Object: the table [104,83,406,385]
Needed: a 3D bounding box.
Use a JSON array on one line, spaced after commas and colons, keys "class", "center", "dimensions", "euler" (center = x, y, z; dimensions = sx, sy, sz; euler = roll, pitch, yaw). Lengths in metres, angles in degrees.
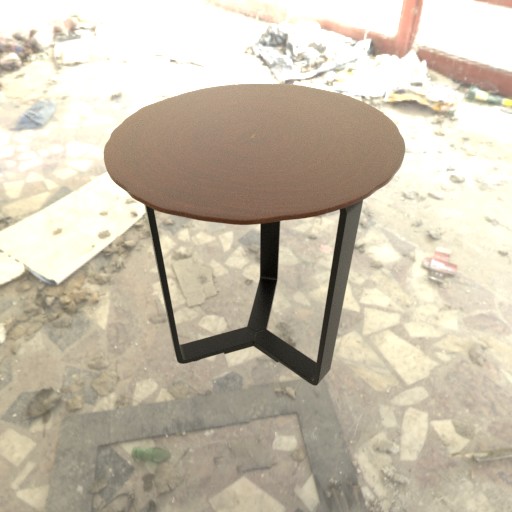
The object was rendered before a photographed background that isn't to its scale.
[{"class": "table", "center": [0.000, 0.000, 0.765], "dimensions": [0.410, 0.450, 0.380], "euler": [-13, 44, -14]}]
